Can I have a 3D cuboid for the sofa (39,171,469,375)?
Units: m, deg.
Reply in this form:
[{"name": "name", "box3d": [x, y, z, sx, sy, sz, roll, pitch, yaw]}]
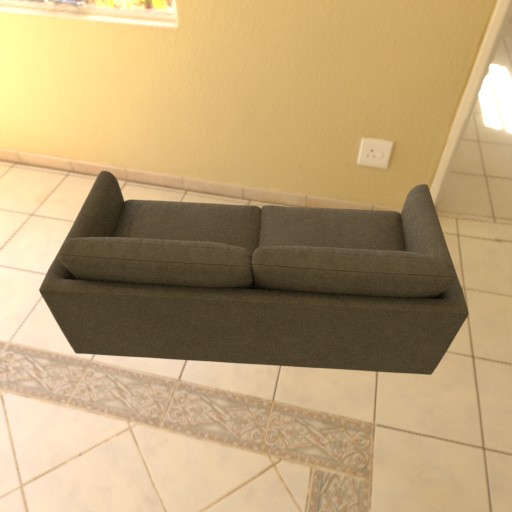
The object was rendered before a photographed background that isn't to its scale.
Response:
[{"name": "sofa", "box3d": [0.000, 0.000, 2.808, 2.257, 0.838, 1.092, 3, 47, 3]}]
